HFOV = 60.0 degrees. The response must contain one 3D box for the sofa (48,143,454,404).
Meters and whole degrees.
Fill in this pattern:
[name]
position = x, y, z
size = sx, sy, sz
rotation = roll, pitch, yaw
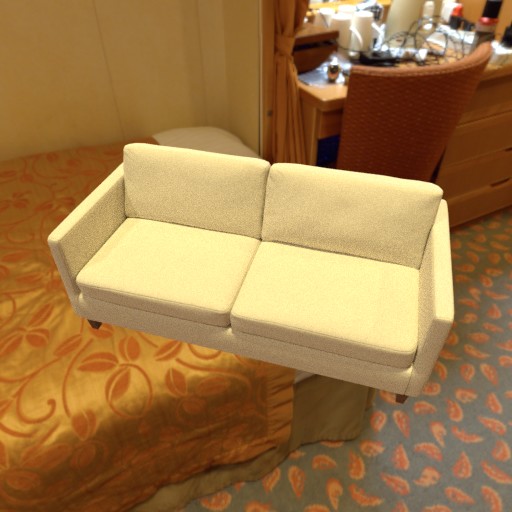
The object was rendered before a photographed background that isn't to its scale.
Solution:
[sofa]
position = 0.000, 0.000, 2.517
size = 1.981, 0.889, 0.965
rotation = 11, 42, 12
